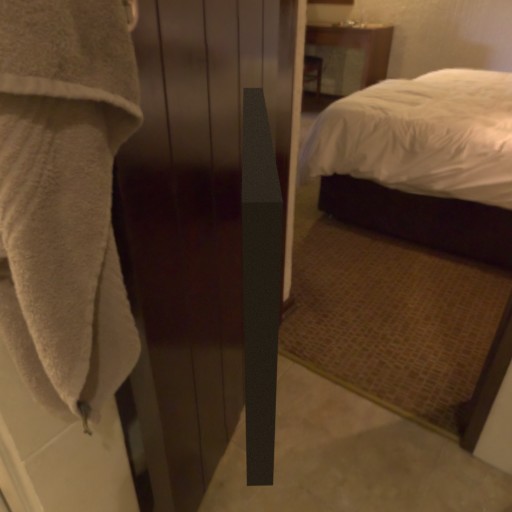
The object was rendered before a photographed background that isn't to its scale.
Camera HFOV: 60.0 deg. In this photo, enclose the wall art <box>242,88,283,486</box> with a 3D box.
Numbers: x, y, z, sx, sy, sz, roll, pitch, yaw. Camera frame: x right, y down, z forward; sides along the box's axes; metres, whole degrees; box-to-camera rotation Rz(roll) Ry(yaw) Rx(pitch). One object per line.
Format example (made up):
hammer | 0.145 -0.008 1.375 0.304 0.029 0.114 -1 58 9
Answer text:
wall art | 0.000 0.000 0.552 0.028 0.325 0.397 -1 31 -1
